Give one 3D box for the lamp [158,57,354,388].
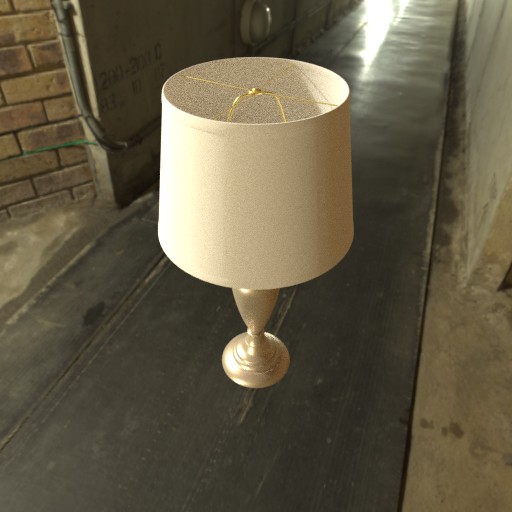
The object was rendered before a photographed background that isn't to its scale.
[{"bbox_3d":[0.000,0.000,0.804,0.328,0.612,0.328,0,40,0],"label":"lamp"}]
